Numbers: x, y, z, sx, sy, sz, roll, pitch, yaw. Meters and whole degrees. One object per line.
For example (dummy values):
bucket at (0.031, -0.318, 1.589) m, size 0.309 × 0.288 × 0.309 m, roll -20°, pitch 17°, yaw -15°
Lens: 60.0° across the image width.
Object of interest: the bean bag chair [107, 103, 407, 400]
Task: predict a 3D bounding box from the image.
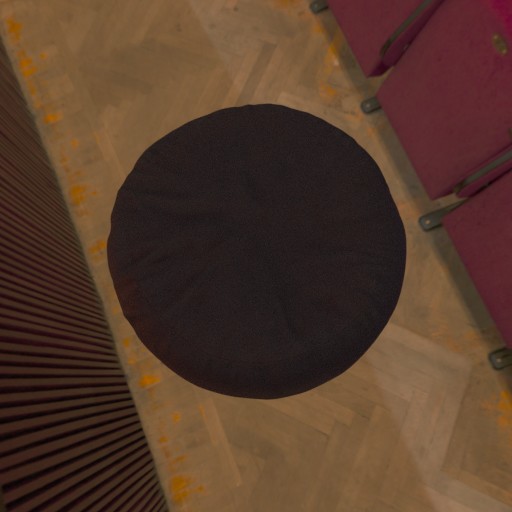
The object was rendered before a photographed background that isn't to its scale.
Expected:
bean bag chair at (0.000, 0.000, 1.979) m, size 1.219 × 0.762 × 1.219 m, roll 0°, pitch 75°, yaw 0°
